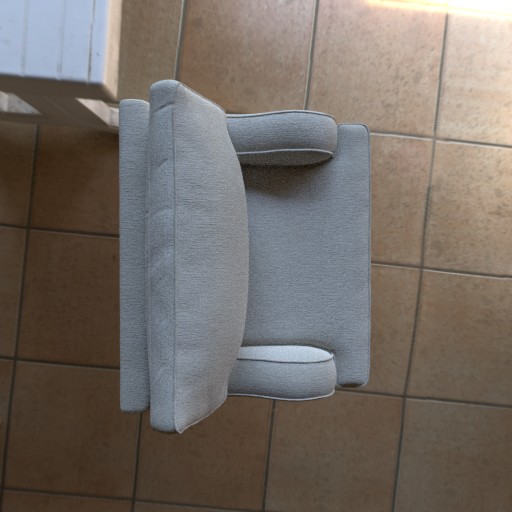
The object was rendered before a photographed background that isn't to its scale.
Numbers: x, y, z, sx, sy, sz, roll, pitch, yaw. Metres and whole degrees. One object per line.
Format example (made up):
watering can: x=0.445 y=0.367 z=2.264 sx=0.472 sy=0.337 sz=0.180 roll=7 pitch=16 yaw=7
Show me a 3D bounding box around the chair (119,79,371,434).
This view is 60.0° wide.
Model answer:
chair: x=0.000 y=0.000 z=1.968 sx=1.041 sy=1.016 sz=1.220 roll=0 pitch=91 yaw=-1
